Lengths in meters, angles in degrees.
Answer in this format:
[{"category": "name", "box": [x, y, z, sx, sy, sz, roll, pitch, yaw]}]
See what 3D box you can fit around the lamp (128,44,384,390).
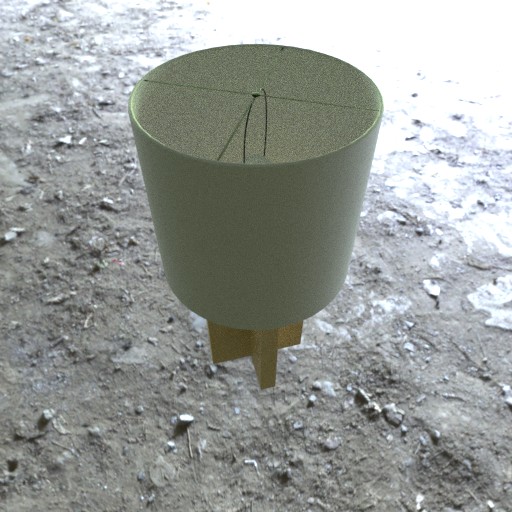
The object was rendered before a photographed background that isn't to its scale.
[{"category": "lamp", "box": [0.000, 0.000, 0.556, 0.229, 0.428, 0.229, -11, 47, -10]}]
